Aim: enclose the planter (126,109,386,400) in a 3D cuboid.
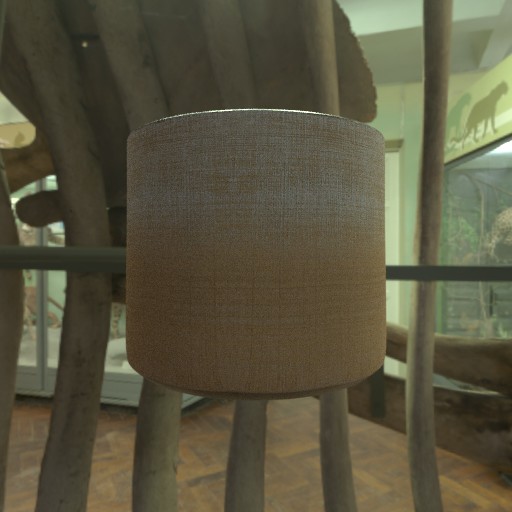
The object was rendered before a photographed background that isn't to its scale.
[{"bbox_3d":[0.000,0.000,0.448,0.254,0.221,0.254,0,1,0],"label":"planter"}]
